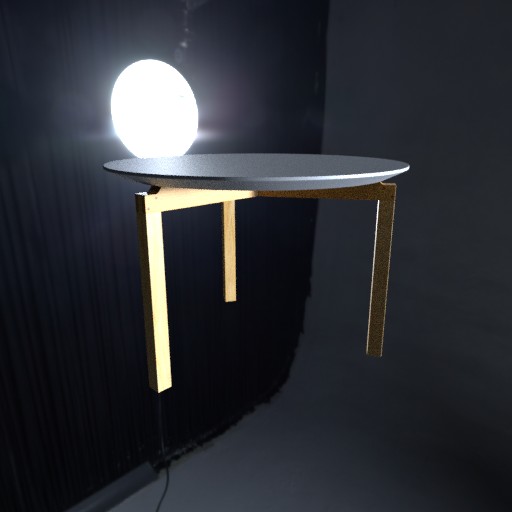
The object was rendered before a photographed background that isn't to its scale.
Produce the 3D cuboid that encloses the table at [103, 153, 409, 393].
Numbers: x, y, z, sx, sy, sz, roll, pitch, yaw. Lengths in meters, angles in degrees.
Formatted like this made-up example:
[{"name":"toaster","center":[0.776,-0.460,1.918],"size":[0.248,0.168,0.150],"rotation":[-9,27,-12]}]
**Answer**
[{"name":"table","center":[0.000,0.000,0.970],"size":[0.600,0.405,0.600],"rotation":[0,16,0]}]
